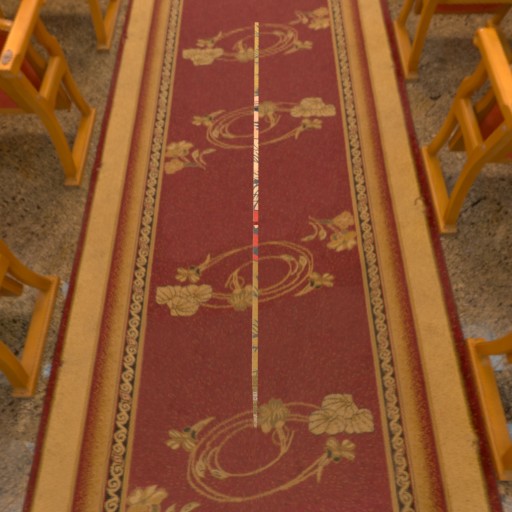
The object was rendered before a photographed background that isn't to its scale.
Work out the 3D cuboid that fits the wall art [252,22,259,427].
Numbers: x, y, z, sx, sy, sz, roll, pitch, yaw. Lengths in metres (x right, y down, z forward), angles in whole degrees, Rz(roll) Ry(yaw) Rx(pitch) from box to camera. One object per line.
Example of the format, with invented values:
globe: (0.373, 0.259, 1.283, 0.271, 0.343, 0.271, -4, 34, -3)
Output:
wall art: (0.000, 0.000, 1.817, 0.013, 1.218, 1.206, 0, 64, 0)
